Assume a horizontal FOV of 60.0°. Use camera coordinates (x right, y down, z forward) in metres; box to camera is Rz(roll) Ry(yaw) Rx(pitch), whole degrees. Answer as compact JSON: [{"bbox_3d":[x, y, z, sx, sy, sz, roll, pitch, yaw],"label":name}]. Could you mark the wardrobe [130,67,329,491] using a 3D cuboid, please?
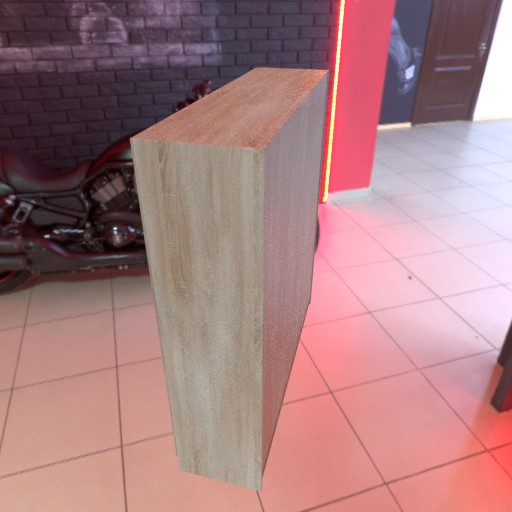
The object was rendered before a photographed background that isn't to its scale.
[{"bbox_3d":[0.000,0.000,3.089,0.598,2.159,1.998,8,32,13],"label":"wardrobe"}]
